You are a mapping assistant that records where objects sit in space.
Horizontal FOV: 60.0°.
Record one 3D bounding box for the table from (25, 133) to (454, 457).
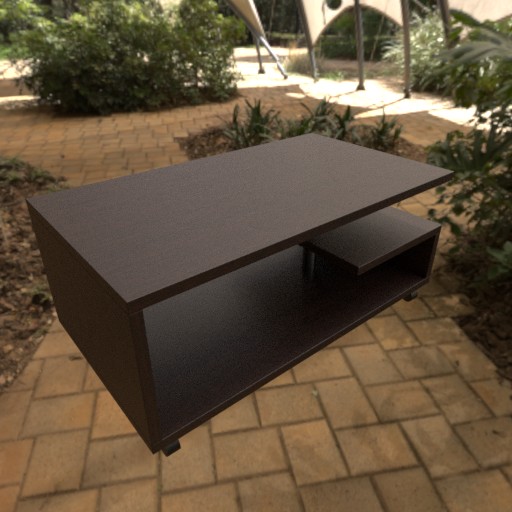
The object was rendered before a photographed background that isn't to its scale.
[{"bbox_3d":[0.000,0.000,1.344,1.050,0.460,0.590,-22,36,-34],"label":"table"}]
